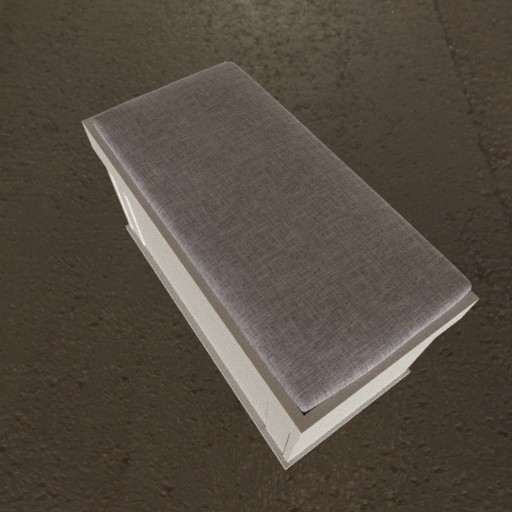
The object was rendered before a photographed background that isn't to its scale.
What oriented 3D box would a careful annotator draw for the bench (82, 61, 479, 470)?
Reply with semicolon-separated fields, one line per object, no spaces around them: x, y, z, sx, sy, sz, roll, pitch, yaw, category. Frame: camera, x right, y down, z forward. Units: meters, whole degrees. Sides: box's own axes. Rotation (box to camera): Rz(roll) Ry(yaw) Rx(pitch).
0.000;0.000;0.971;0.362;0.461;0.734;-30;63;-18;bench
